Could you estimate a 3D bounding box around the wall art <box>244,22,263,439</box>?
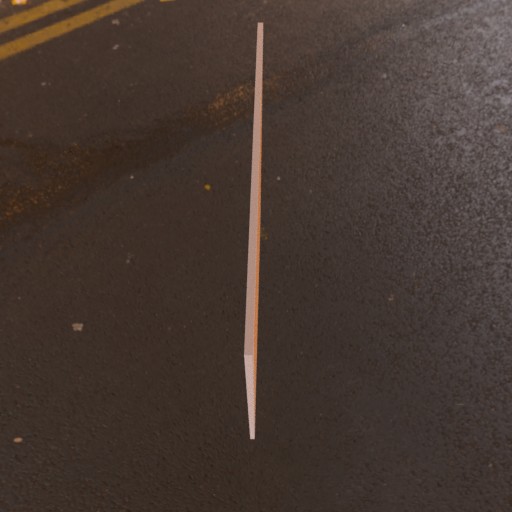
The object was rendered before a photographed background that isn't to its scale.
[{"bbox_3d":[0.000,0.000,1.201,0.013,0.813,0.812,1,60,1],"label":"wall art"}]
